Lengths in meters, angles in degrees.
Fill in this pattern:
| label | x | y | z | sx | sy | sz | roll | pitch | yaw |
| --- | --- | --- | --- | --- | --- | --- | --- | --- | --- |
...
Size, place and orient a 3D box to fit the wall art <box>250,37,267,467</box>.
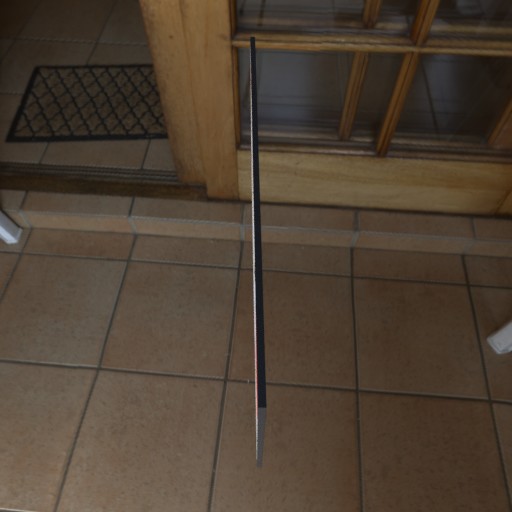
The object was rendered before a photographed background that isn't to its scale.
| label | x | y | z | sx | sy | sz | roll | pitch | yaw |
| --- | --- | --- | --- | --- | --- | --- | --- | --- | --- |
| wall art | 0.000 | 0.000 | 1.204 | 0.013 | 0.665 | 0.963 | -1 | 57 | -1 |
